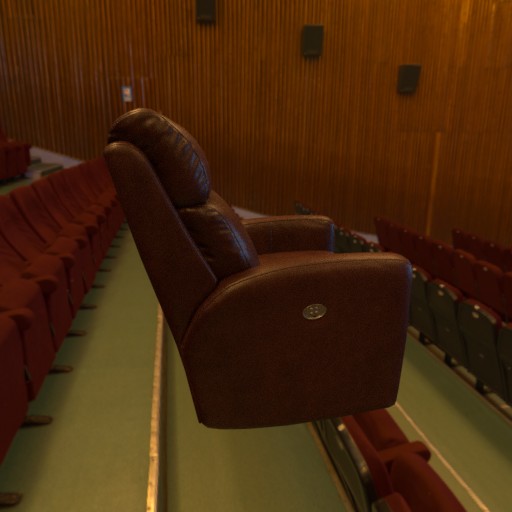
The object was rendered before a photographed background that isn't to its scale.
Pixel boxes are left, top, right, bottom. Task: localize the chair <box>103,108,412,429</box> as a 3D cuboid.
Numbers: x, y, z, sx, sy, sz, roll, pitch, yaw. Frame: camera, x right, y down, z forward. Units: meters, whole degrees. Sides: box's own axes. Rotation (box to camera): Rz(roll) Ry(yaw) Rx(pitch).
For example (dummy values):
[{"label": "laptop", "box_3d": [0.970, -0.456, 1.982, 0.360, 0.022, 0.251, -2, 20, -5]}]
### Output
[{"label": "chair", "box_3d": [0.000, 0.000, 1.651, 0.939, 1.016, 0.787, -3, 16, -11]}]
